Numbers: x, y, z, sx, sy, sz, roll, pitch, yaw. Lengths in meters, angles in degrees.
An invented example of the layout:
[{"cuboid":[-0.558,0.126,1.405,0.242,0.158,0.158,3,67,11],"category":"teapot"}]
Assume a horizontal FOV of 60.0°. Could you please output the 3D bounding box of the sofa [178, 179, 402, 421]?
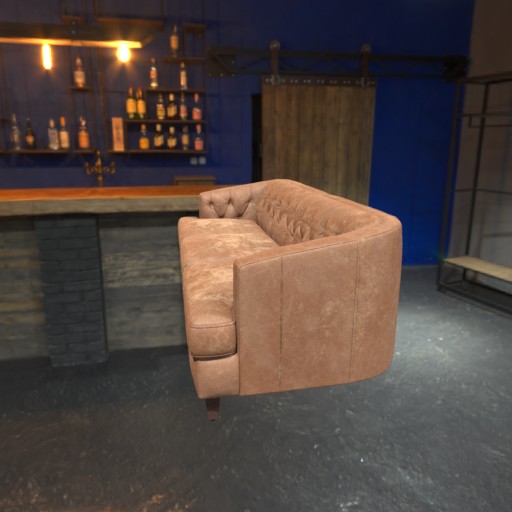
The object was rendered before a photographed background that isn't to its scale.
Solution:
[{"cuboid":[0.000,0.000,2.743,0.922,0.791,2.257,-3,15,-10],"category":"sofa"}]
